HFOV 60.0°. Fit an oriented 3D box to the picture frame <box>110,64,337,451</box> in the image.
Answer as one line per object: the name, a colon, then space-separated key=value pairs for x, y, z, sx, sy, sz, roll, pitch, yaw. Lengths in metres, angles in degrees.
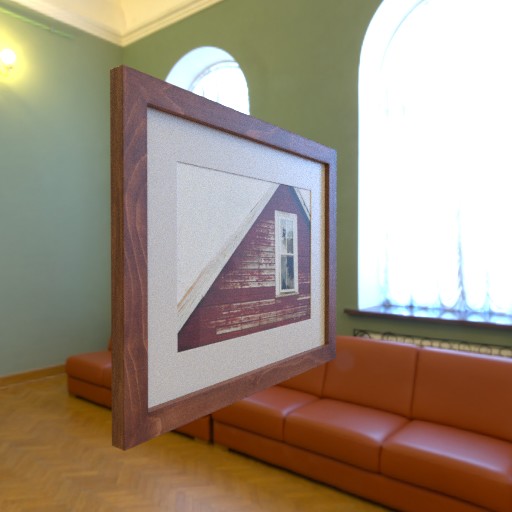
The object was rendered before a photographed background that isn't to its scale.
picture frame: x=0.000 y=0.000 z=0.756 sx=0.025 sy=0.457 sz=0.559 roll=1 pitch=1 yaw=37
